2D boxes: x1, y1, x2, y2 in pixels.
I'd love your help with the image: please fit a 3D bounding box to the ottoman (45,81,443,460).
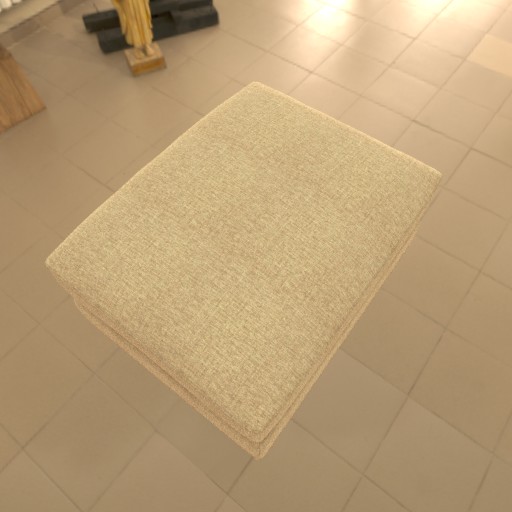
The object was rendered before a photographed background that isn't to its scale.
[{"bbox_3d":[0.000,0.000,1.131,0.584,0.513,0.741,33,64,18],"label":"ottoman"}]
